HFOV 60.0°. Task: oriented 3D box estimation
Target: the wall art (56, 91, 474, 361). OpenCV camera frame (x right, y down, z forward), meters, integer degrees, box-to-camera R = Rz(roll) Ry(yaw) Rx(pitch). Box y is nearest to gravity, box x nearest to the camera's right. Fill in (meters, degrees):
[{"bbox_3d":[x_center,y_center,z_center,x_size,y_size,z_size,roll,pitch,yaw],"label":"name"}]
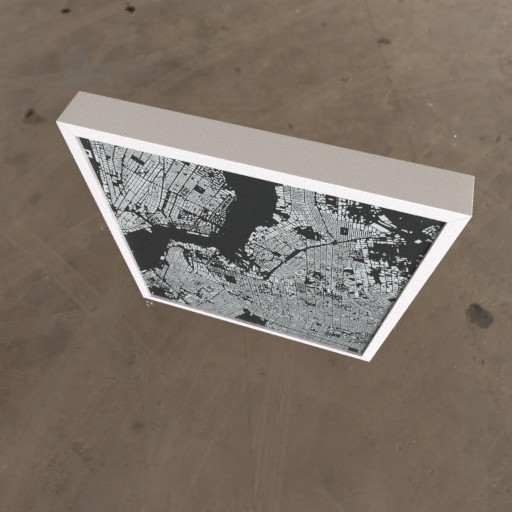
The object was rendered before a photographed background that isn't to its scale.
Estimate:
[{"bbox_3d":[0.000,0.000,0.451,0.305,0.305,0.037,15,60,9],"label":"wall art"}]
